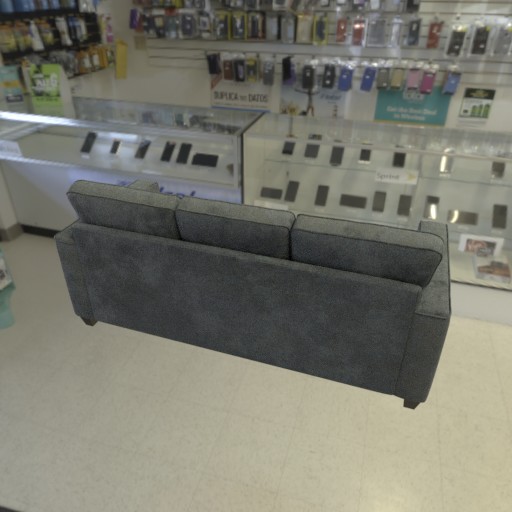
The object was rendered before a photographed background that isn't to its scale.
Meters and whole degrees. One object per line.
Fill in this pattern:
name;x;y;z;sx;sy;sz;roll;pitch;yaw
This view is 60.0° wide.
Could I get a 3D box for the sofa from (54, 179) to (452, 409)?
sofa;0.000;0.000;2.660;2.133;0.965;0.939;10;34;16
